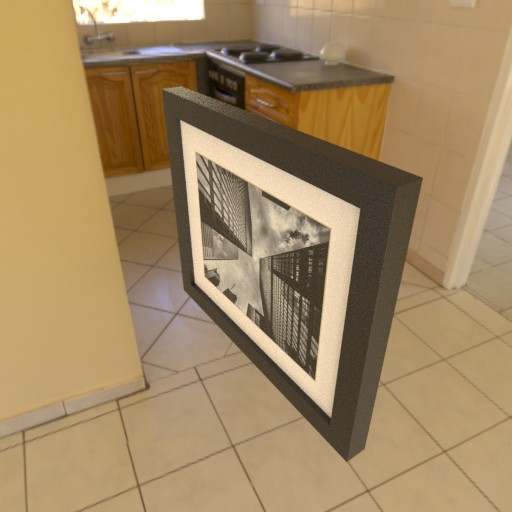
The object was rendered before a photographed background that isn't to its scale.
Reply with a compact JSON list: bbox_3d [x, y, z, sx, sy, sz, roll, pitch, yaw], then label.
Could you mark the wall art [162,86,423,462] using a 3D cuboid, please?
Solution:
[{"bbox_3d":[0.000,0.000,0.531,0.028,0.321,0.381,-21,38,-29],"label":"wall art"}]
